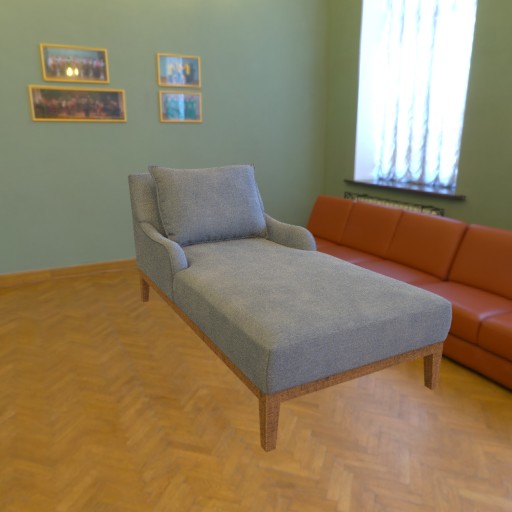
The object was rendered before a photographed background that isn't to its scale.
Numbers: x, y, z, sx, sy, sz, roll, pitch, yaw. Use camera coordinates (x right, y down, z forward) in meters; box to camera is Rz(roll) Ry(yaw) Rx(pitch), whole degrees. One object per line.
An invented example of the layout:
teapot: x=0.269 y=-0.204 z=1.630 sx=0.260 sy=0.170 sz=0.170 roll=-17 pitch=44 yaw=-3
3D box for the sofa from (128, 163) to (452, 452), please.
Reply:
sofa: x=0.000 y=0.000 z=2.334 sx=0.904 sy=0.883 sz=1.779 roll=-8 pitch=17 yaw=-27
